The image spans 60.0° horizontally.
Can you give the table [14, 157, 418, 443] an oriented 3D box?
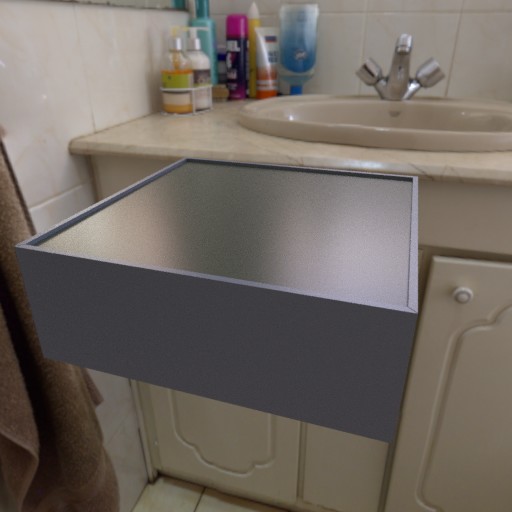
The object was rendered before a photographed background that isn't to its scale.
[{"bbox_3d":[0.000,0.000,1.220,0.801,0.299,0.801,8,28,16],"label":"table"}]
